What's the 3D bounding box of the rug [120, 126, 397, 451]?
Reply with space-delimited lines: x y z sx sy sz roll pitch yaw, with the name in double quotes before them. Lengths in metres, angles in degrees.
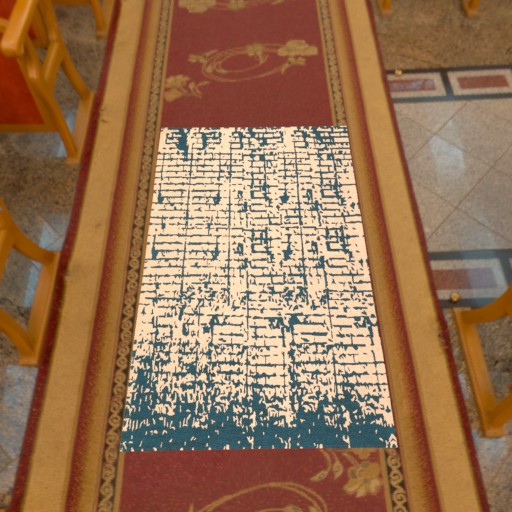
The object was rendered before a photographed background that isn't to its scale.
"rug" 0.000 0.000 3.024 1.517 0.011 2.435 -1 60 0
